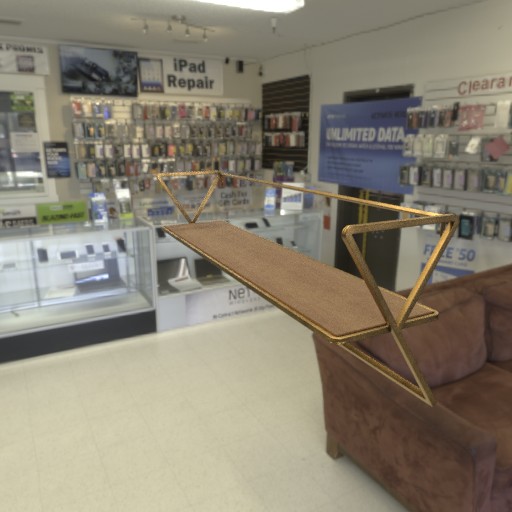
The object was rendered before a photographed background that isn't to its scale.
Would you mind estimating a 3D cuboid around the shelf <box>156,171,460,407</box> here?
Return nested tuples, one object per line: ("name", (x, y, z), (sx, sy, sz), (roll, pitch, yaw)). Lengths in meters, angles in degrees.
("shelf", (0.000, 0.000, 0.737), (0.150, 0.229, 0.645), (-8, 17, -26))
